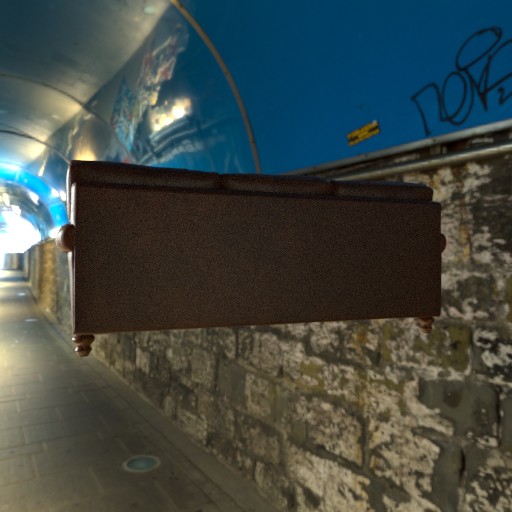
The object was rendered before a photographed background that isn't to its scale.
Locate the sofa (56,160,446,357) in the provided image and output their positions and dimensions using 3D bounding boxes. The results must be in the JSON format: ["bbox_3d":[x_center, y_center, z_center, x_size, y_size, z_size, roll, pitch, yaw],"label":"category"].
[{"bbox_3d":[0.000,0.000,2.875,2.351,0.977,0.973,0,0,-19],"label":"sofa"}]
